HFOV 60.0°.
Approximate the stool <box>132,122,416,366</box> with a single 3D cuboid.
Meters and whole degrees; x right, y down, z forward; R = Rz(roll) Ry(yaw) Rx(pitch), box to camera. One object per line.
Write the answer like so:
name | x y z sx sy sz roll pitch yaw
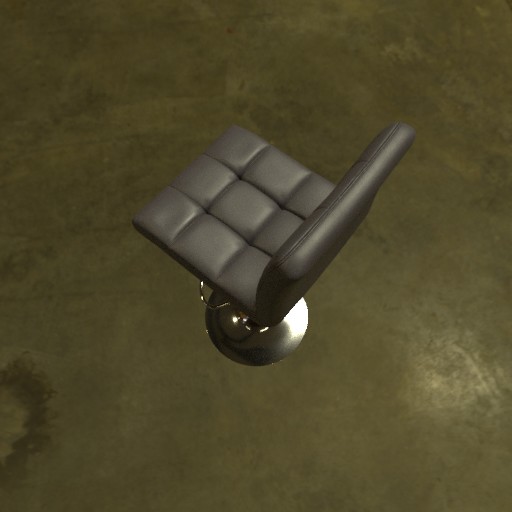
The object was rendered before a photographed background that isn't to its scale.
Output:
stool | 0.000 0.000 1.343 0.505 1.115 0.430 35 69 16
